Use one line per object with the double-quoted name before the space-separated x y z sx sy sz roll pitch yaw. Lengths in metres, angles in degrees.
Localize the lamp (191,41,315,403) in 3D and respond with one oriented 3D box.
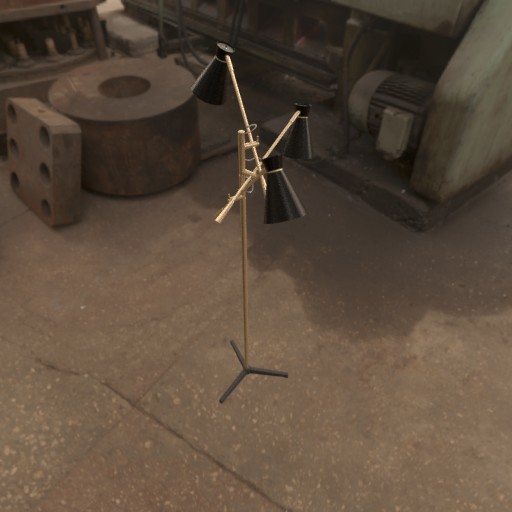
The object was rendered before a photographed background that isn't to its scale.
"lamp" 0.000 0.000 2.140 0.750 1.804 0.653 26 47 26
